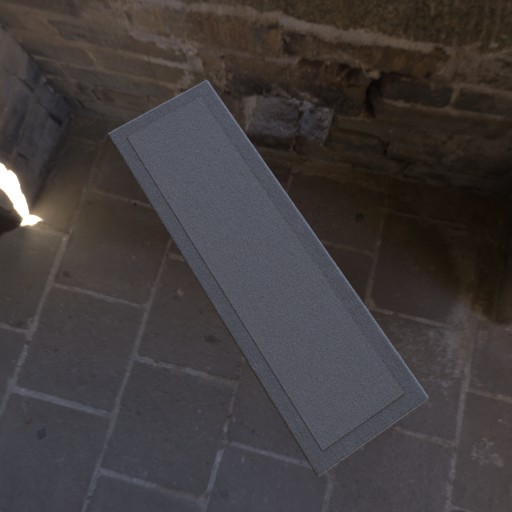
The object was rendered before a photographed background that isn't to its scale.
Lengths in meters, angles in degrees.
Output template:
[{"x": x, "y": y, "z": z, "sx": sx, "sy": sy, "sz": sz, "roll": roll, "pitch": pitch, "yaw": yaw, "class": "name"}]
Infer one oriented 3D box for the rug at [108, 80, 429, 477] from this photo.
[{"x": 0.000, "y": 0.000, "z": 2.687, "sx": 0.759, "sy": 0.012, "sz": 2.430, "roll": -32, "pitch": 78, "yaw": -8, "class": "rug"}]
